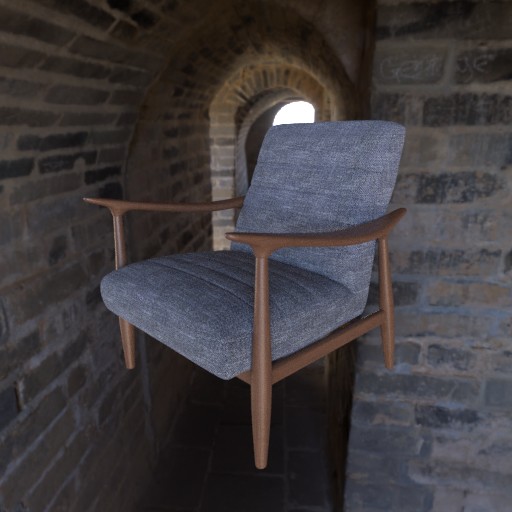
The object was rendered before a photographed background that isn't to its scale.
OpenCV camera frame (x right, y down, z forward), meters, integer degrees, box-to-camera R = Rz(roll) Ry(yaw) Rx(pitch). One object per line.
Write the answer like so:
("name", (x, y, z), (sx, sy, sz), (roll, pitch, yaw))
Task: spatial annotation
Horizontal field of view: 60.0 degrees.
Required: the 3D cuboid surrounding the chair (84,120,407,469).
("chair", (0.000, 0.000, 1.414), (0.798, 0.832, 0.741), (-15, 22, -42))
